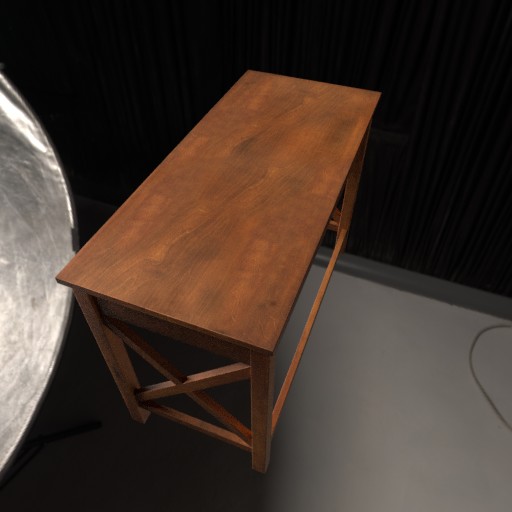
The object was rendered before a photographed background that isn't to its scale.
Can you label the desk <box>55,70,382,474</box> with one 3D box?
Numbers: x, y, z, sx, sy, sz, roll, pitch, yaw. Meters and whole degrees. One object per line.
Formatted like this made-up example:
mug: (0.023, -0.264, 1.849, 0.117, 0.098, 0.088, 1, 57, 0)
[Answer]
desk: (0.000, 0.000, 1.532, 0.508, 0.762, 1.117, 16, 48, 15)
